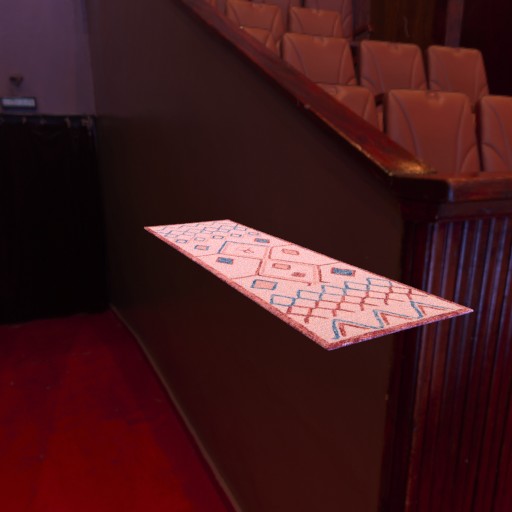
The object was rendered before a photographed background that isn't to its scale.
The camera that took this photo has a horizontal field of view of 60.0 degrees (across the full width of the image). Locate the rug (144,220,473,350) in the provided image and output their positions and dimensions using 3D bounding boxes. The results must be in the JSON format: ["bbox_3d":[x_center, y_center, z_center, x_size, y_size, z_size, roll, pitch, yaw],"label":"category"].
[{"bbox_3d":[0.000,0.000,2.708,0.750,0.011,2.435,-8,17,-27],"label":"rug"}]
